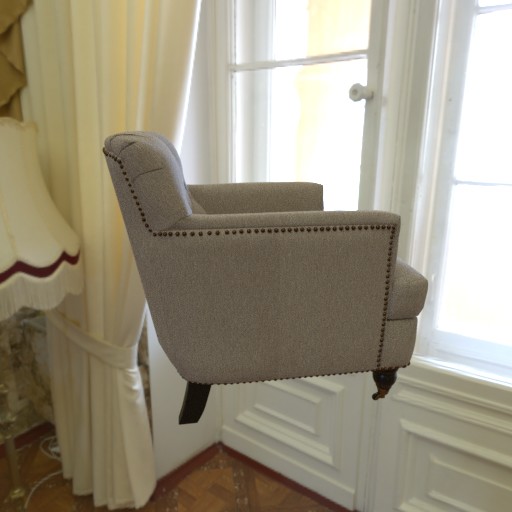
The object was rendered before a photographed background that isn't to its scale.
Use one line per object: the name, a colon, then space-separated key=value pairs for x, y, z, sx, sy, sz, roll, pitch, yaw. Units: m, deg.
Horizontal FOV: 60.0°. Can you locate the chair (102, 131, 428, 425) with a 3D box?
chair: x=0.000 y=0.000 z=1.516 sx=0.902 sy=0.823 sz=0.737 roll=-3 pitch=16 yaw=-9
